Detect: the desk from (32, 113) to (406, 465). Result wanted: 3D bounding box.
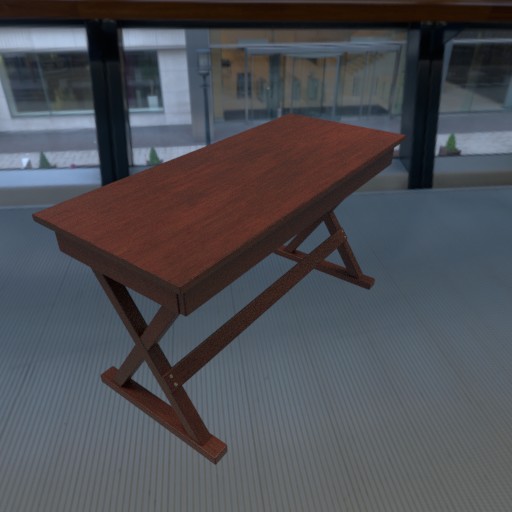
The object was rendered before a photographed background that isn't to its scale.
[{"bbox_3d":[0.000,0.000,1.799,0.600,0.761,1.372,22,38,30],"label":"desk"}]
